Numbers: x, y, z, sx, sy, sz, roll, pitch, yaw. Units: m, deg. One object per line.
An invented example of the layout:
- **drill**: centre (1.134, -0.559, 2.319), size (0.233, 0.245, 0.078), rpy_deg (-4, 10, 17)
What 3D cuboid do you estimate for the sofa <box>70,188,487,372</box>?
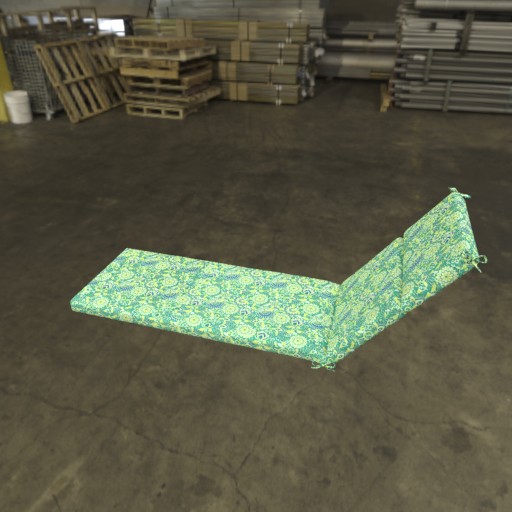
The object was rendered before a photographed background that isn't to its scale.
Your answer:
- **sofa**: centre (0.000, 0.000, 1.930), size (1.663, 0.622, 0.582), rpy_deg (9, 33, 14)
